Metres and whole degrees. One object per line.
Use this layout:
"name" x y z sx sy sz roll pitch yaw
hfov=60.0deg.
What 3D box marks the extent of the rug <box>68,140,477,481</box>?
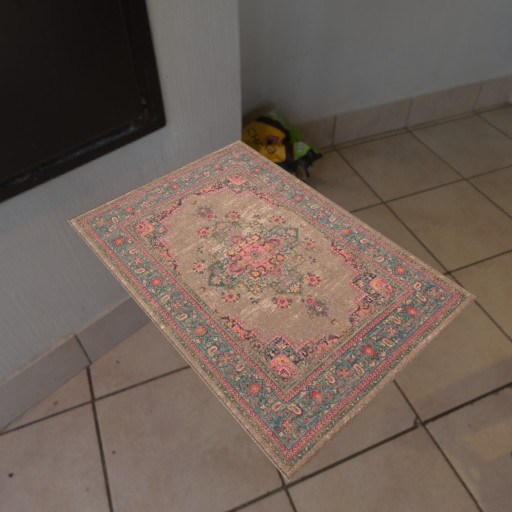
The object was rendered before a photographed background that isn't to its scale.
"rug" 0.000 0.000 3.702 2.005 0.013 2.890 -32 55 -26
